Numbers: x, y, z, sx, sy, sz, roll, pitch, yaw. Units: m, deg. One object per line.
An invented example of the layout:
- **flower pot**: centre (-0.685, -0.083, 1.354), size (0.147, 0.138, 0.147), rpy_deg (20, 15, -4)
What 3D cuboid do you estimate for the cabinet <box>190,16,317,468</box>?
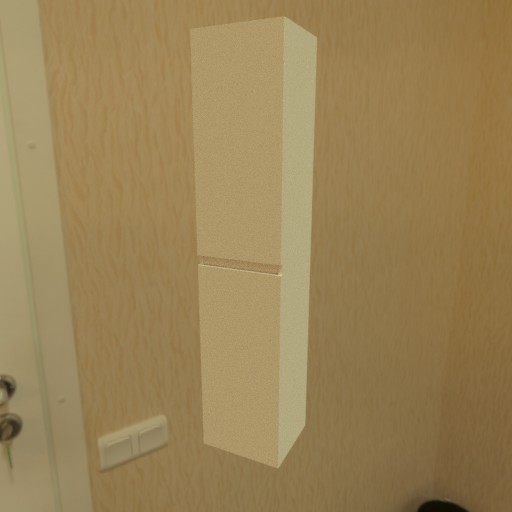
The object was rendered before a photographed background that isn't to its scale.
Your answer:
- **cabinet**: centre (0.000, 0.000, 1.522), size (0.300, 1.400, 0.269), rpy_deg (7, 16, 25)
